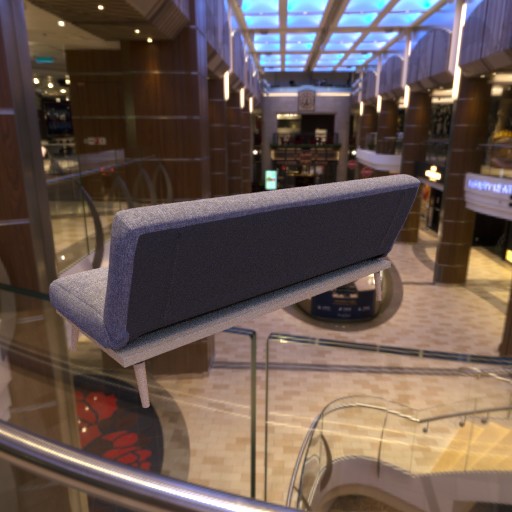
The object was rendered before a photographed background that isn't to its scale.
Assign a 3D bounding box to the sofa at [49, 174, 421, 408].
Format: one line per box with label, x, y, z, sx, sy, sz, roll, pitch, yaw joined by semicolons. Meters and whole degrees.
sofa;0.000;0.000;2.279;1.820;0.770;0.820;-14;21;-41
